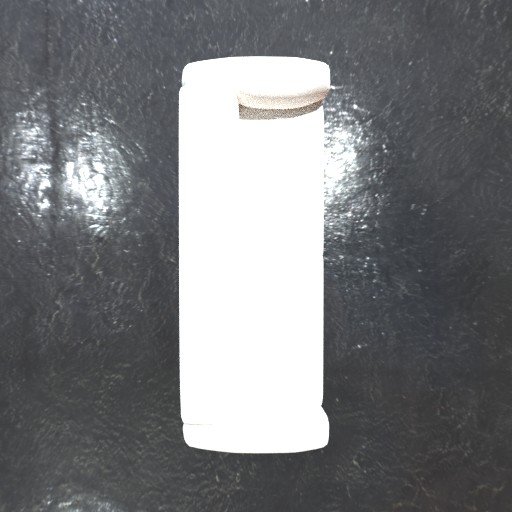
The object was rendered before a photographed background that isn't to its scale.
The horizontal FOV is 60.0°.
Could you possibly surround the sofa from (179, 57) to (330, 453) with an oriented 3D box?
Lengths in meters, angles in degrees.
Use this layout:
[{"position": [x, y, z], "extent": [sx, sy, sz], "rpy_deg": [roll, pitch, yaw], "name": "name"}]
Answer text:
[{"position": [0.000, 0.000, 2.725], "extent": [0.870, 0.780, 2.280], "rpy_deg": [0, 91, 0], "name": "sofa"}]
